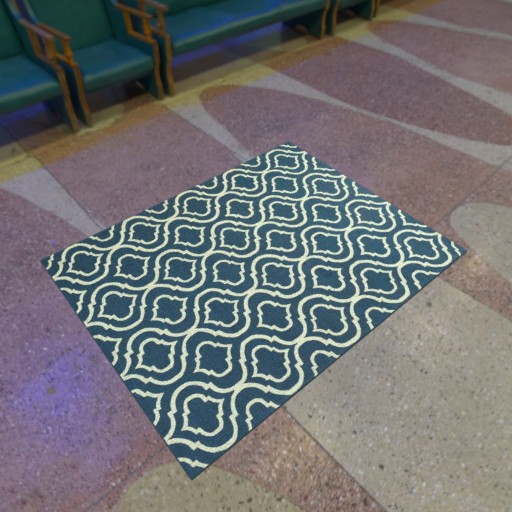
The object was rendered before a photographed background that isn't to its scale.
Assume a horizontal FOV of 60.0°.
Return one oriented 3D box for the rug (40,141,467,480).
[{"bbox_3d":[0.000,0.000,3.799,2.881,0.020,2.270,-31,54,-26],"label":"rug"}]
